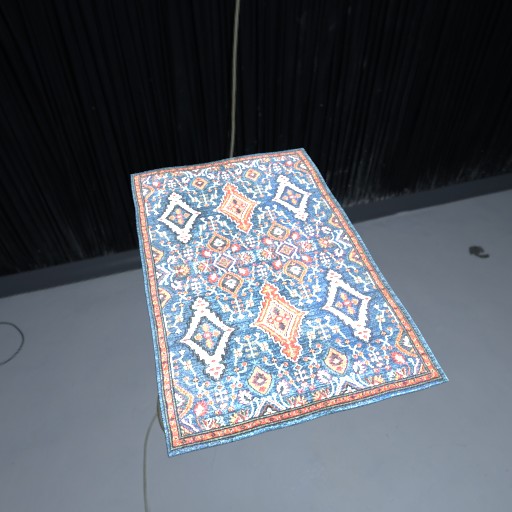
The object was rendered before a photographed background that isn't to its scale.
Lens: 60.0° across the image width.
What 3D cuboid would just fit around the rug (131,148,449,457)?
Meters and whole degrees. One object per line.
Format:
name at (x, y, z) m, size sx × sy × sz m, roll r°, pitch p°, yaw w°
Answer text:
rug at (0.000, 0.000, 2.371) m, size 1.195 × 0.014 × 1.847 m, roll -11°, pitch 47°, yaw -11°
